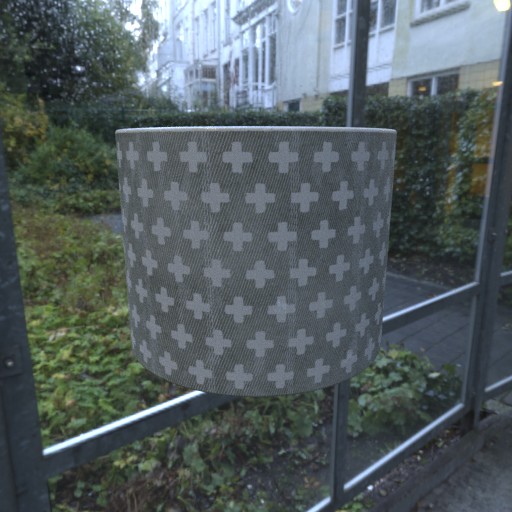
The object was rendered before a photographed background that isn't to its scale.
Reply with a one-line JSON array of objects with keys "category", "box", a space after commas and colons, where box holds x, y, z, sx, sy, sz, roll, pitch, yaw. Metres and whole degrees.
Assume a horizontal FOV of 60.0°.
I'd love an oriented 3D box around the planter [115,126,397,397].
[{"category": "planter", "box": [0.000, 0.000, 0.441, 0.250, 0.239, 0.250, 0, 14, 0]}]
